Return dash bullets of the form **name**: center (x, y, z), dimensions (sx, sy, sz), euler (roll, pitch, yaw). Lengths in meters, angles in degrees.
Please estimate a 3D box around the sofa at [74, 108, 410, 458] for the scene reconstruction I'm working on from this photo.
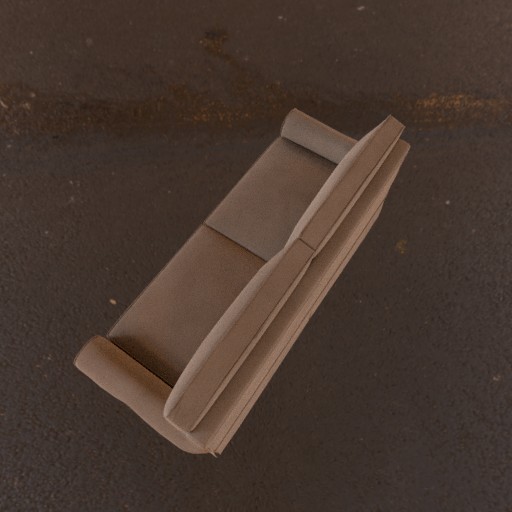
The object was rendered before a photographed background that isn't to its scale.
- **sofa**: center (0.000, 0.000, 2.741), dimensions (0.900, 1.014, 2.246), euler (32, 67, 15)
